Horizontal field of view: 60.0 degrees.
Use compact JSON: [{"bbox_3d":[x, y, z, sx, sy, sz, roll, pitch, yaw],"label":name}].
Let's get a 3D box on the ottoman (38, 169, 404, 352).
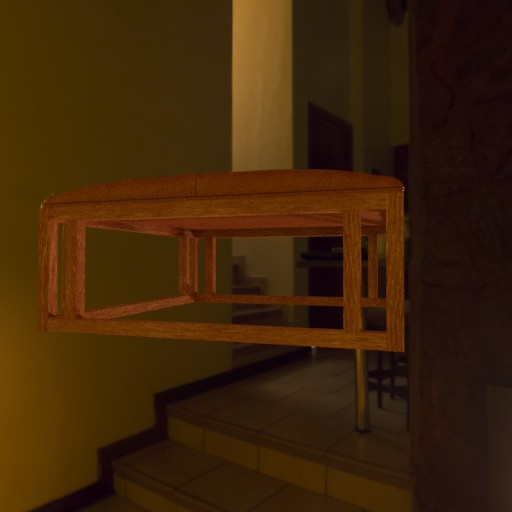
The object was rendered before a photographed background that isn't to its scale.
[{"bbox_3d":[0.000,0.000,1.616,1.013,0.442,1.016,0,-1,18],"label":"ottoman"}]
